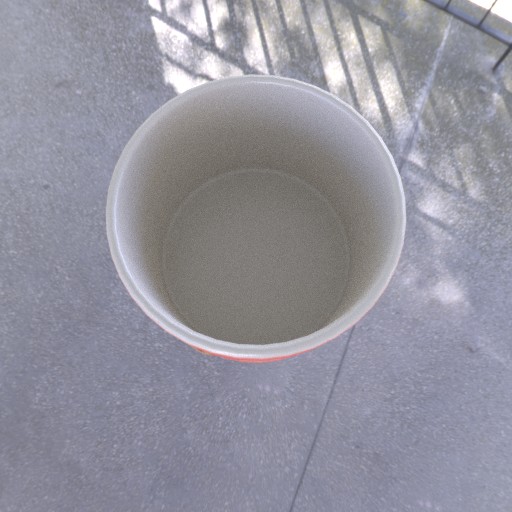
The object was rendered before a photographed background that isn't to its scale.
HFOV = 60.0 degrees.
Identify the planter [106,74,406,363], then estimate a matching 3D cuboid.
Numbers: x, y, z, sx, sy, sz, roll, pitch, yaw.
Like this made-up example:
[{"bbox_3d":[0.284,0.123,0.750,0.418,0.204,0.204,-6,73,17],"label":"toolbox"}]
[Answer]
[{"bbox_3d":[0.000,0.000,0.407,0.199,0.268,0.199,0,76,0],"label":"planter"}]
